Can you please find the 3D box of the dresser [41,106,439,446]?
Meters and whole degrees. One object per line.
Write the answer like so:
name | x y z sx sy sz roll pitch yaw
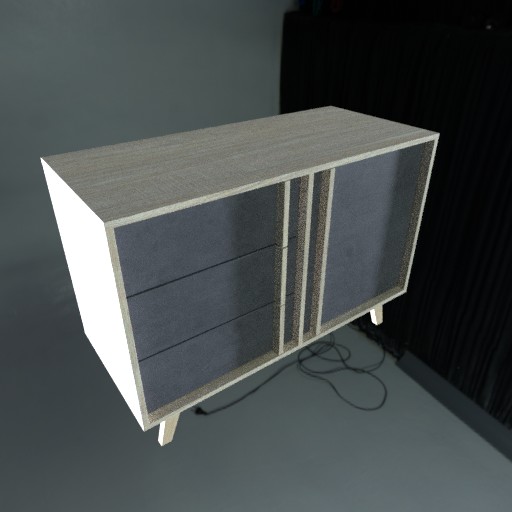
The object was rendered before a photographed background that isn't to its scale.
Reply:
dresser | 0.000 0.000 1.532 1.110 0.780 0.500 -20 36 -30
